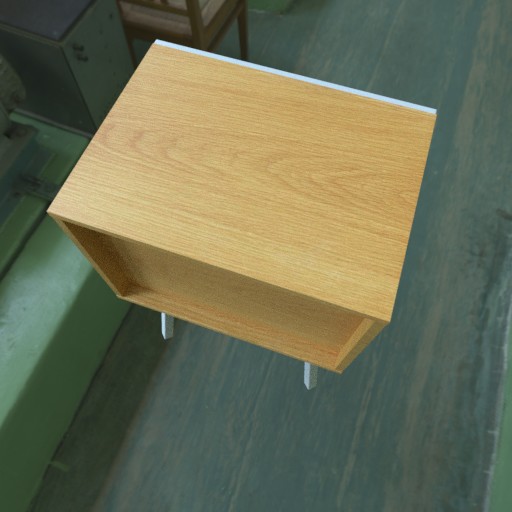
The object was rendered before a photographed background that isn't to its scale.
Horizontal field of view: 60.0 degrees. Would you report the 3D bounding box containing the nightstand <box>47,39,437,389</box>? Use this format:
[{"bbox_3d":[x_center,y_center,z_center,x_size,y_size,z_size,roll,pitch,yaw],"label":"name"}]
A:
[{"bbox_3d":[0.000,0.000,0.817,0.400,0.601,0.316,17,66,8],"label":"nightstand"}]
